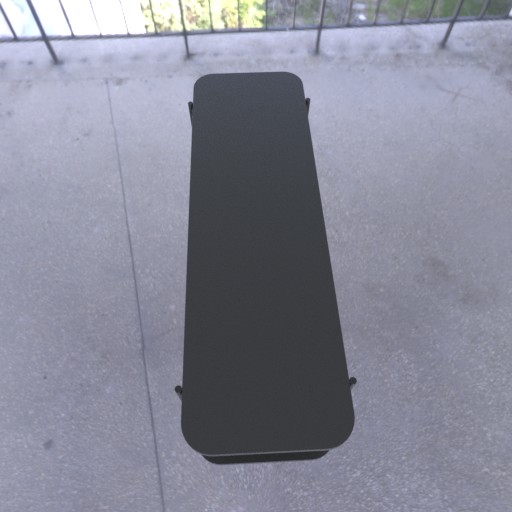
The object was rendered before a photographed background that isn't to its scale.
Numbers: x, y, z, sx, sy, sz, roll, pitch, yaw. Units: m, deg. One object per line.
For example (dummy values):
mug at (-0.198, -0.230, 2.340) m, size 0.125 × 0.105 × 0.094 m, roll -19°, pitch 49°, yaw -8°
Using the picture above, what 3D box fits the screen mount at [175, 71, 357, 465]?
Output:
screen mount at (0.000, 0.000, 1.400) m, size 0.400 × 0.447 × 1.200 m, roll -2°, pitch 59°, yaw -1°
